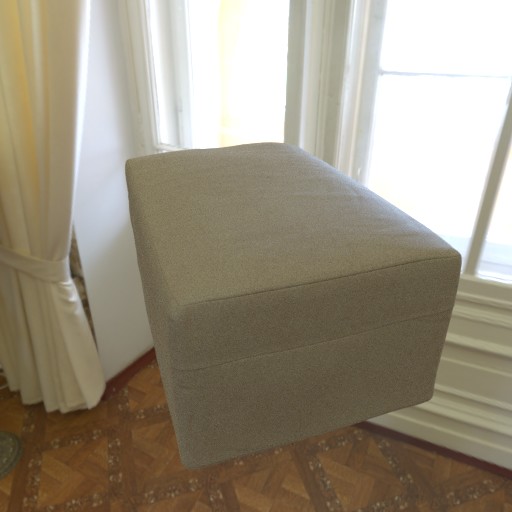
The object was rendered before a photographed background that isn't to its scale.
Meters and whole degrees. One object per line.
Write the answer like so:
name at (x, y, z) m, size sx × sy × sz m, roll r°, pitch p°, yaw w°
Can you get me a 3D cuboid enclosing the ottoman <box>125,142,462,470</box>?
ottoman at (0.000, 0.000, 1.177) m, size 0.590 × 0.444 × 0.872 m, roll -9°, pitch 30°, yaw -17°
